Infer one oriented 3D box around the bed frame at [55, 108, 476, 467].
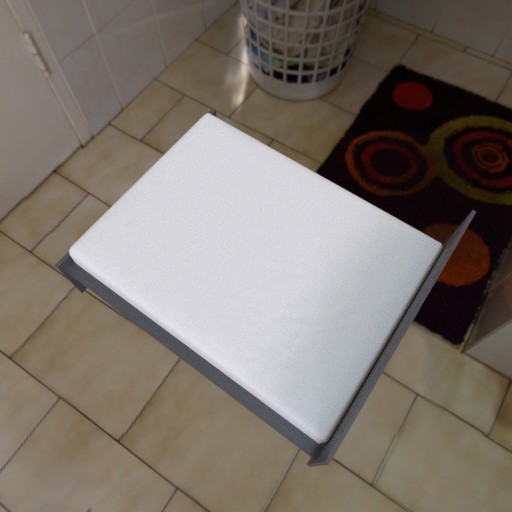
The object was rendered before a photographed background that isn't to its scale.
[{"bbox_3d":[0.000,0.000,2.873,1.960,0.800,1.622,33,68,15],"label":"bed frame"}]
